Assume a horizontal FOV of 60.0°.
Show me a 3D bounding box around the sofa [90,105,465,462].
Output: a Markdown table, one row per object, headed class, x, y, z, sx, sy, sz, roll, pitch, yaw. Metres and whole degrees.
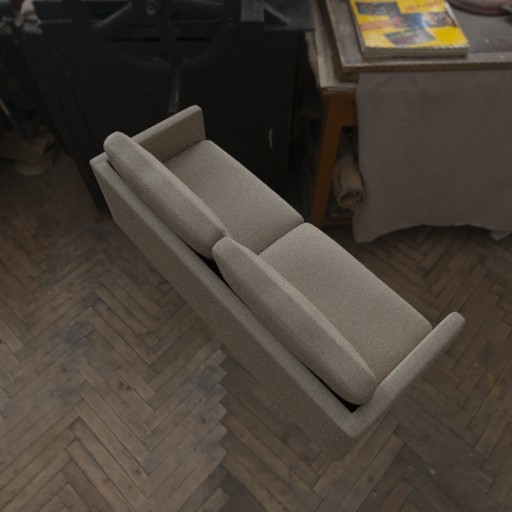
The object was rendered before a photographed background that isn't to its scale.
| class | x | y | z | sx | sy | sz | roll | pitch | yaw |
| --- | --- | --- | --- | --- | --- | --- | --- | --- | --- |
| sofa | 0.000 | 0.000 | 2.923 | 0.951 | 0.965 | 2.434 | -36 | 64 | -22 |
